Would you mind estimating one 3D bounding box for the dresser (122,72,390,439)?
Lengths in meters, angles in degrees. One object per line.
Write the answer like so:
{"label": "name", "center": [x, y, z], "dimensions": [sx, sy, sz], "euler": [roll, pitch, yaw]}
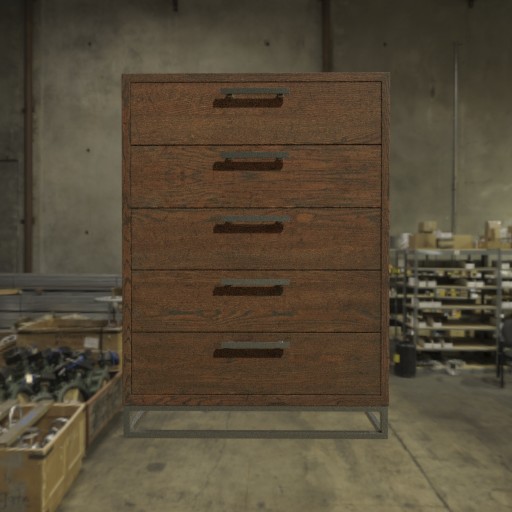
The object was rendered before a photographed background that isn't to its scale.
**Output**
{"label": "dresser", "center": [0.000, 0.000, 1.826], "dimensions": [0.965, 1.321, 0.508], "euler": [0, 1, 1]}
